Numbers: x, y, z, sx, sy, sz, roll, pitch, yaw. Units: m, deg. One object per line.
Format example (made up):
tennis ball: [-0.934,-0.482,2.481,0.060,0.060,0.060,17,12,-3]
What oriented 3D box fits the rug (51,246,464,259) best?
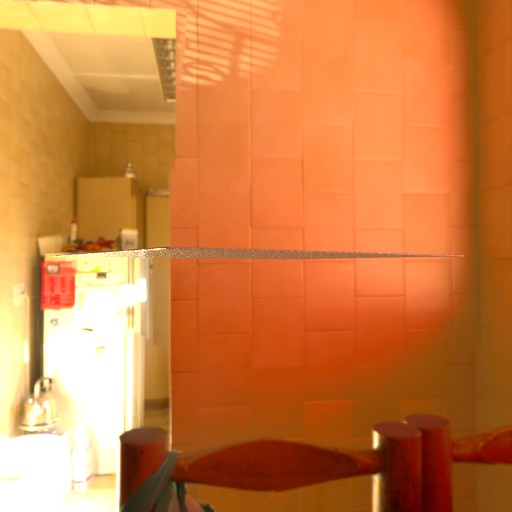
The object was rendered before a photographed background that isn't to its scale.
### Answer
rug: [0.000,0.000,4.176,3.057,0.013,2.434,1,-2,-38]
